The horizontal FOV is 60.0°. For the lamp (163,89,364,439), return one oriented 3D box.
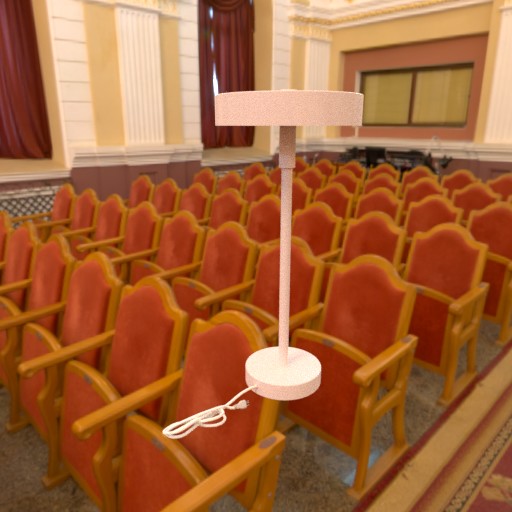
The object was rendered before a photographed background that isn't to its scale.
[{"bbox_3d":[0.000,0.000,0.712,0.369,0.508,0.229,-15,22,-42],"label":"lamp"}]
